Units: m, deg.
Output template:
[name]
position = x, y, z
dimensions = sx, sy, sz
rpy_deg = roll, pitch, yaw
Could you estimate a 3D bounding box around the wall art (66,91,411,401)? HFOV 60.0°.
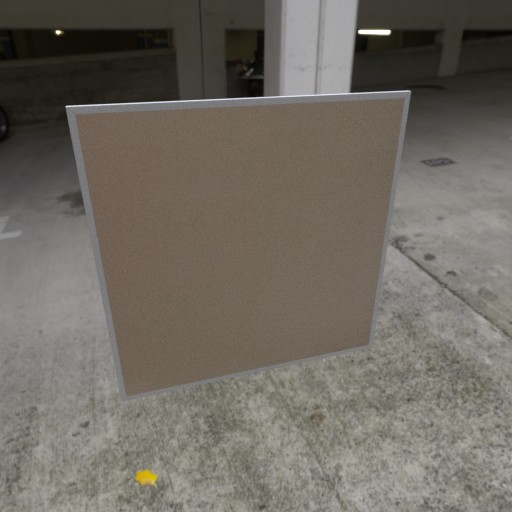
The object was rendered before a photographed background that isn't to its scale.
[wall art]
position = 0.000, 0.000, 0.672
dimensions = 0.456, 0.456, 0.007
rpy_deg = -8, 29, -15
